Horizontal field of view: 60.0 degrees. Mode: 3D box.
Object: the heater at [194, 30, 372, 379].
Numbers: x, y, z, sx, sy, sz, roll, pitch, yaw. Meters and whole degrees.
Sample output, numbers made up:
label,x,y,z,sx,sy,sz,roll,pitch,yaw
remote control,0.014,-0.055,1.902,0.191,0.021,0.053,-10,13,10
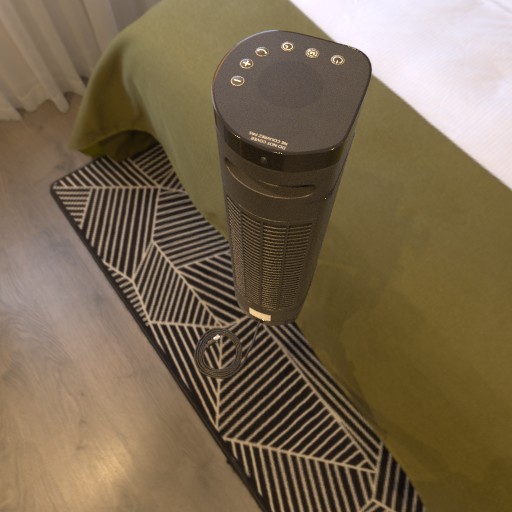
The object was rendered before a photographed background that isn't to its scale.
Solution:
label,x,y,z,sx,sy,sz,roll,pitch,yaw
heater,0.000,0.000,0.685,0.174,0.552,0.312,20,65,9
